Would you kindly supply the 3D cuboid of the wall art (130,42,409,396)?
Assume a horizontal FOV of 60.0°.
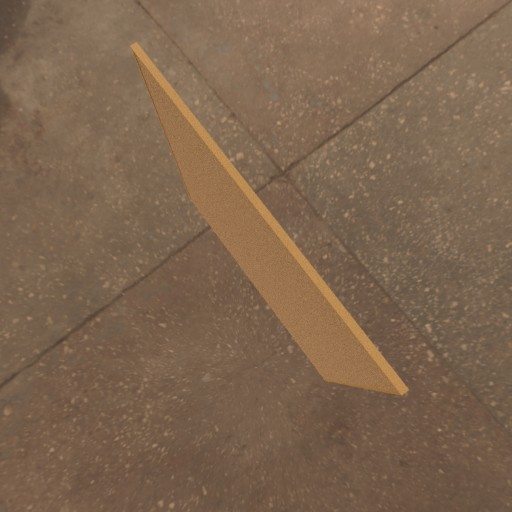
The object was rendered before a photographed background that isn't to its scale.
[{"bbox_3d":[0.000,0.000,0.957,0.014,0.655,0.657,-35,79,-8],"label":"wall art"}]
